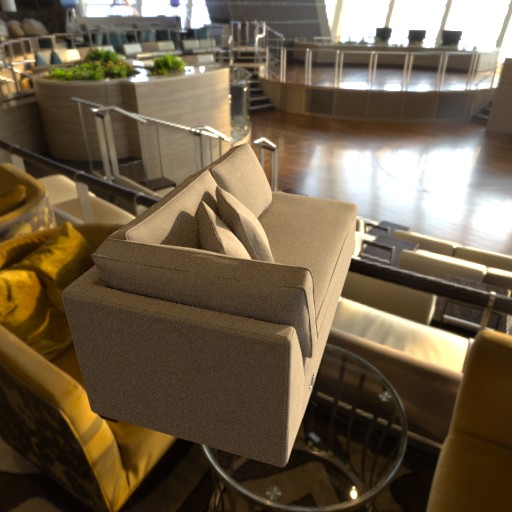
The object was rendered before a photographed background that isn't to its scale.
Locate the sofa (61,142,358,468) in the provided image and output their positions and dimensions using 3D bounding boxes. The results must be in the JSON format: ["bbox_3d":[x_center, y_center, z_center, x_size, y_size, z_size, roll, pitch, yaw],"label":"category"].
[{"bbox_3d":[0.000,0.000,2.872,1.110,1.019,2.238,9,31,16],"label":"sofa"}]
